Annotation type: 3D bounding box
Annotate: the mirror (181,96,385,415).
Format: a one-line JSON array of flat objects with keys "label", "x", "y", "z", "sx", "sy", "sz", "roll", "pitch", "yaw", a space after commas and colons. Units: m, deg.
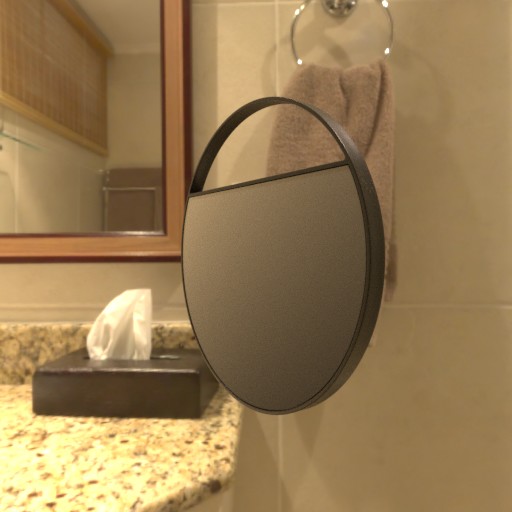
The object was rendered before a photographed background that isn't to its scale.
[{"label": "mirror", "x": 0.000, "y": 0.000, "z": 0.828, "sx": 0.032, "sy": 0.565, "sz": 0.565, "roll": -1, "pitch": 1, "yaw": -36}]
